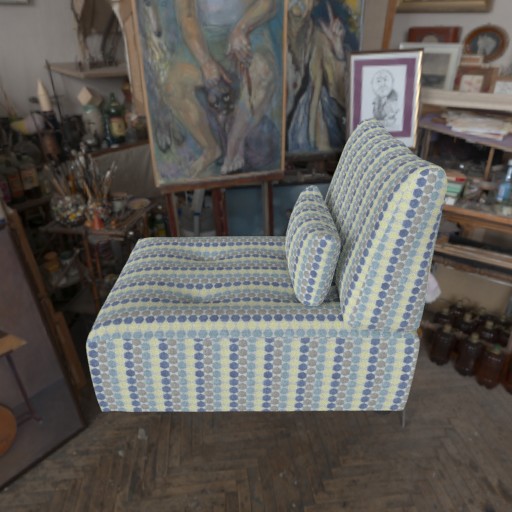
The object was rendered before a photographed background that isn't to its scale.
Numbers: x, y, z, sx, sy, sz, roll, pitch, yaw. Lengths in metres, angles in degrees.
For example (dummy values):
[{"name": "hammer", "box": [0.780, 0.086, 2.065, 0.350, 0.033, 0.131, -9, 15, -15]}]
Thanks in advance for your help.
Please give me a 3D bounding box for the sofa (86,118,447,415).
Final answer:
[{"name": "sofa", "box": [0.000, 0.000, 1.546, 1.000, 0.820, 0.700, 0, 28, 0]}]
